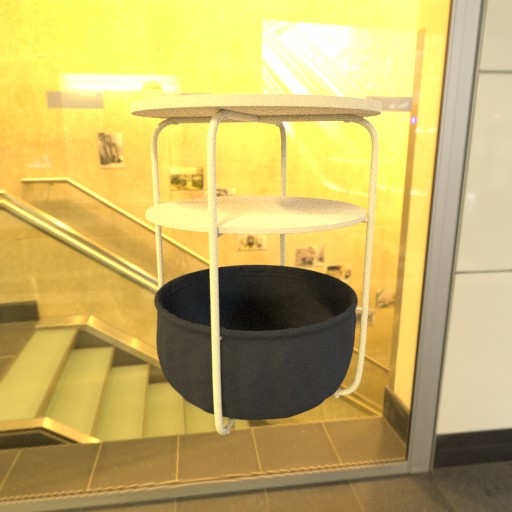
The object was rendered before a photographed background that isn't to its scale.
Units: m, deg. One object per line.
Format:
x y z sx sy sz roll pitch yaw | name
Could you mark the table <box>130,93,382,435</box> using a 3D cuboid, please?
0.000 0.000 0.829 0.418 0.532 0.418 -7 16 -27 | table
